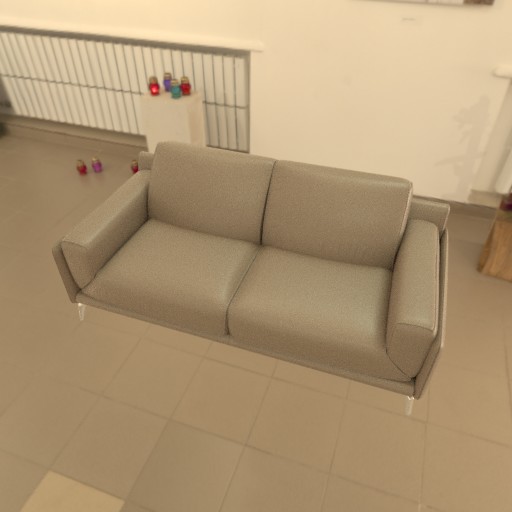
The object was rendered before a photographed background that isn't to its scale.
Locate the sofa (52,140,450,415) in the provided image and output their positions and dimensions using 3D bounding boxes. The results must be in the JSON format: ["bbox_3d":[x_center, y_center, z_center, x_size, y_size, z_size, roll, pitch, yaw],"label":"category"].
[{"bbox_3d":[0.000,0.000,2.604,2.101,0.930,1.049,13,42,14],"label":"sofa"}]
